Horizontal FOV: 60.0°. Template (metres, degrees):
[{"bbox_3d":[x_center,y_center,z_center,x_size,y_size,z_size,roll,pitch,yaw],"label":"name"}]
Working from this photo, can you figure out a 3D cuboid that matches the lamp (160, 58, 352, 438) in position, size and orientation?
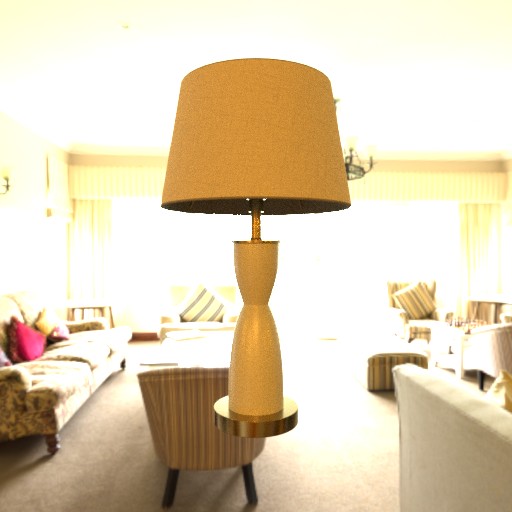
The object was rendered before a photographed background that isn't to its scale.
[{"bbox_3d":[0.000,0.000,0.731,0.309,0.545,0.309,0,1,0],"label":"lamp"}]
